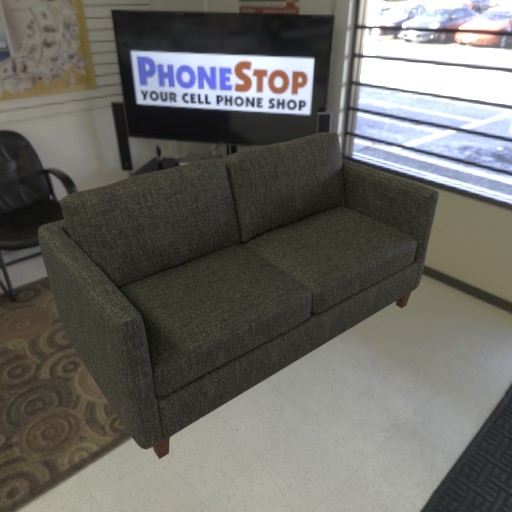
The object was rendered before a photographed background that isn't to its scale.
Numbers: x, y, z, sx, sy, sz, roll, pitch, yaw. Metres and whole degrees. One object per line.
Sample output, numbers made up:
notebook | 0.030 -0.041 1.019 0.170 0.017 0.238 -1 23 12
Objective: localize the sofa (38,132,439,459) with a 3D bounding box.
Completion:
sofa | 0.000 0.000 2.359 1.884 0.963 0.950 -22 37 -32
